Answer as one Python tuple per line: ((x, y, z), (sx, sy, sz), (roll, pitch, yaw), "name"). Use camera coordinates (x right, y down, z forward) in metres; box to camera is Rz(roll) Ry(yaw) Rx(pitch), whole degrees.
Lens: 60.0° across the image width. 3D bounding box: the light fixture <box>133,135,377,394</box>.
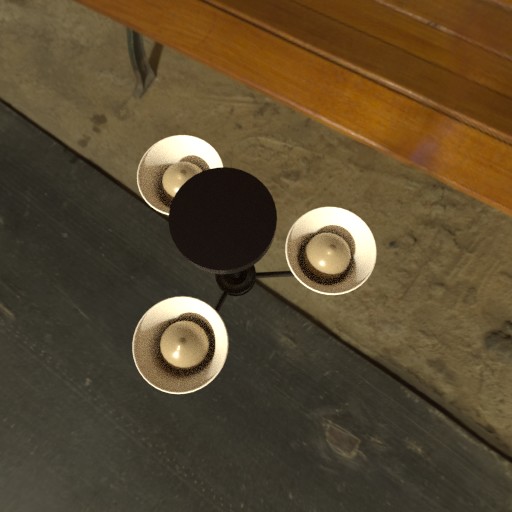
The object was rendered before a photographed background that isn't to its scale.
((0.000, 0.000, 0.670), (0.354, 0.370, 0.388), (-2, 76, -1), "light fixture")
